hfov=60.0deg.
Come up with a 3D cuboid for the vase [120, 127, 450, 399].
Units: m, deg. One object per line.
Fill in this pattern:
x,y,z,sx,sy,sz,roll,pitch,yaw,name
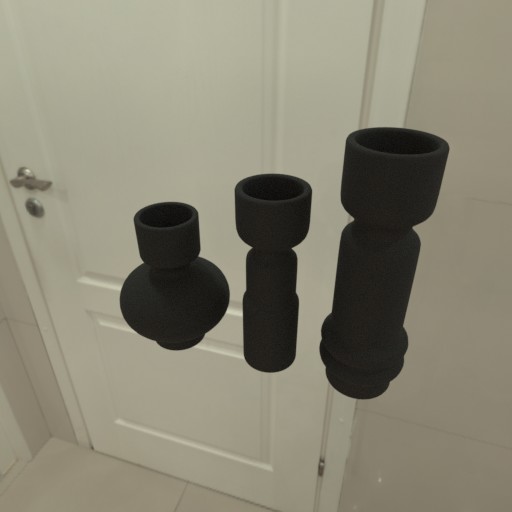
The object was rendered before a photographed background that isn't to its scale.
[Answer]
0.000,0.000,0.428,0.307,0.249,0.120,10,33,16,vase
